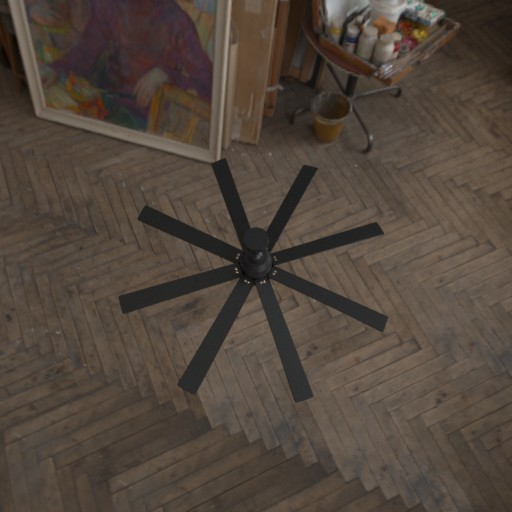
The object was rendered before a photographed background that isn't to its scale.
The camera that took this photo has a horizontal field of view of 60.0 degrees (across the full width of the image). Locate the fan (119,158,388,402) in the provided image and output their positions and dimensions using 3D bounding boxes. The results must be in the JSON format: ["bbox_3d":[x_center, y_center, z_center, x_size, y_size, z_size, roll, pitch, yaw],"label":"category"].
[{"bbox_3d":[0.000,0.000,2.846,1.830,0.472,1.830,-16,65,-8],"label":"fan"}]
